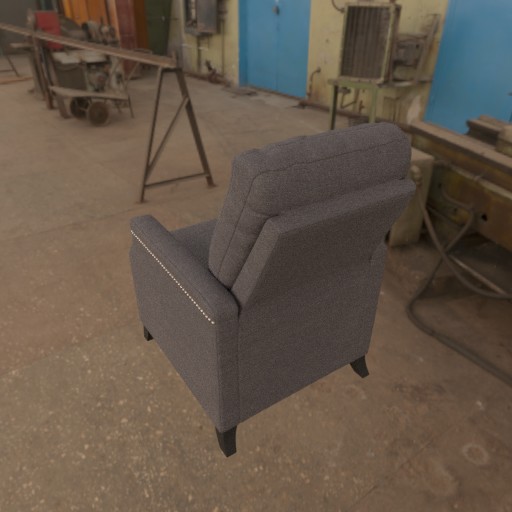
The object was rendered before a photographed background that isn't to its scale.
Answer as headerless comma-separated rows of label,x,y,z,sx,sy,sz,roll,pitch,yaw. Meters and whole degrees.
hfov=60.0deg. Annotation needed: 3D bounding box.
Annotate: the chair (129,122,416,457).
chair,0.000,0.000,1.647,0.710,1.049,0.922,-19,36,-29
